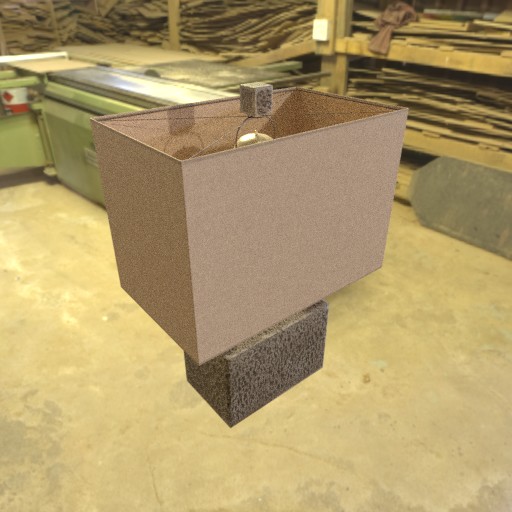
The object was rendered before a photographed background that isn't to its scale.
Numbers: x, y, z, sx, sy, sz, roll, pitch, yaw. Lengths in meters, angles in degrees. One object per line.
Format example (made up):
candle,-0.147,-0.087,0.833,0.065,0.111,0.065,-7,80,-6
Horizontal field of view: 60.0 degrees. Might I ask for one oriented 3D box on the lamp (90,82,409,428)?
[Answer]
lamp,0.000,0.000,0.564,0.294,0.411,0.180,-22,37,-33
